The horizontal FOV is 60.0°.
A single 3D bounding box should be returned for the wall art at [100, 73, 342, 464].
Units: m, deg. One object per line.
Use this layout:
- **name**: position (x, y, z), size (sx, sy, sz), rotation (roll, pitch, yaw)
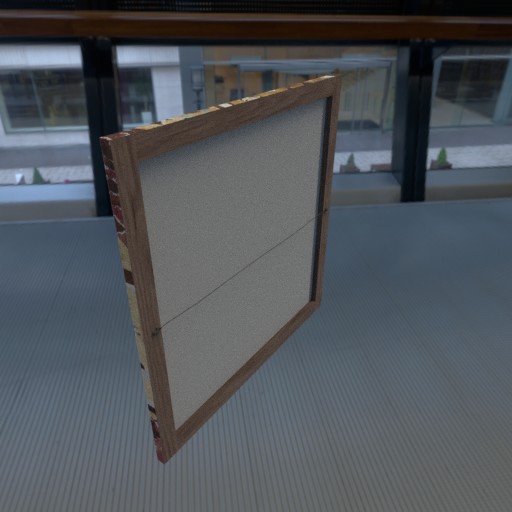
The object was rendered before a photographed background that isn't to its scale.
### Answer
- **wall art**: position (0.000, 0.000, 1.109), size (0.028, 0.762, 0.757), rotation (20, 36, 30)
